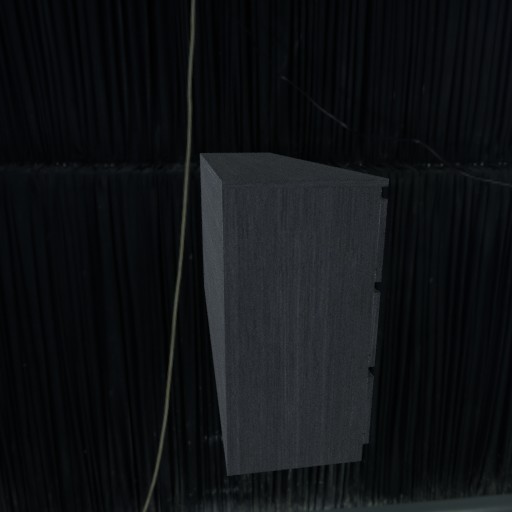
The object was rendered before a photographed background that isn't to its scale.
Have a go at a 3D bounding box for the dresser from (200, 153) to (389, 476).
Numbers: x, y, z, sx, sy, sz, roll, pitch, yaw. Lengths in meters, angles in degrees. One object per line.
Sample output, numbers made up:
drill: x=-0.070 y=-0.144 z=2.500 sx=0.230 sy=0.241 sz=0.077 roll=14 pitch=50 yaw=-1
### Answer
dresser: x=0.000 y=0.000 z=1.889 sx=0.400 sy=0.795 sz=1.590 roll=-2 pitch=15 yaw=-8
